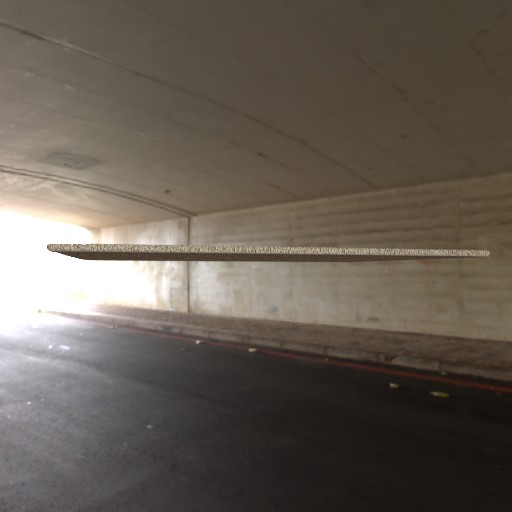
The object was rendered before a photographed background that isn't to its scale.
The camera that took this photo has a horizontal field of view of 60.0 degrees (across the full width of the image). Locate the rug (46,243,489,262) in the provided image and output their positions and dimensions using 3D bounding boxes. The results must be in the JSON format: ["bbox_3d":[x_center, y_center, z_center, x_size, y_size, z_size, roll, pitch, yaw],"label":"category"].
[{"bbox_3d":[0.000,0.000,2.263,1.778,0.030,1.219,1,-2,-17],"label":"rug"}]
